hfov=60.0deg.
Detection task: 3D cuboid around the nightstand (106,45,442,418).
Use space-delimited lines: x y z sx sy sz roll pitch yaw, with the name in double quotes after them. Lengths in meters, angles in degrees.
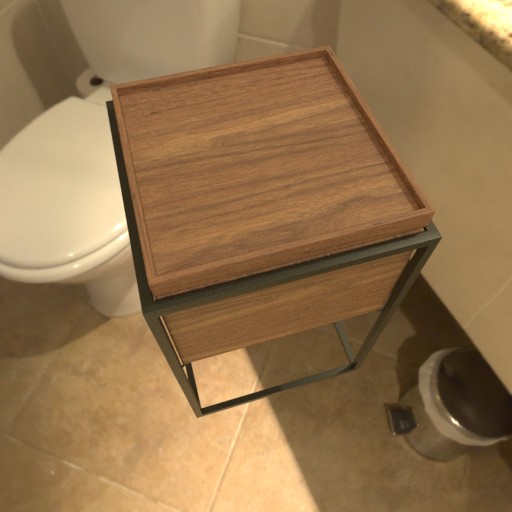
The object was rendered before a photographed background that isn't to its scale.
0.000 0.000 0.879 0.397 0.607 0.397 -14 59 -9 "nightstand"
